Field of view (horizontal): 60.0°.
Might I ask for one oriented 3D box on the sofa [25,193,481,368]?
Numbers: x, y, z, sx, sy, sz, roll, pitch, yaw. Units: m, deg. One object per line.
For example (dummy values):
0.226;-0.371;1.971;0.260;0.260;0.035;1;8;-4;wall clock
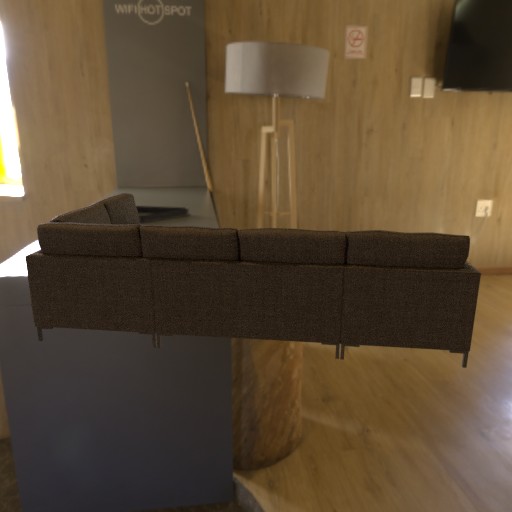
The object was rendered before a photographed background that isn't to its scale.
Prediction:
0.000;0.000;4.248;3.423;0.999;2.048;2;16;7;sofa
